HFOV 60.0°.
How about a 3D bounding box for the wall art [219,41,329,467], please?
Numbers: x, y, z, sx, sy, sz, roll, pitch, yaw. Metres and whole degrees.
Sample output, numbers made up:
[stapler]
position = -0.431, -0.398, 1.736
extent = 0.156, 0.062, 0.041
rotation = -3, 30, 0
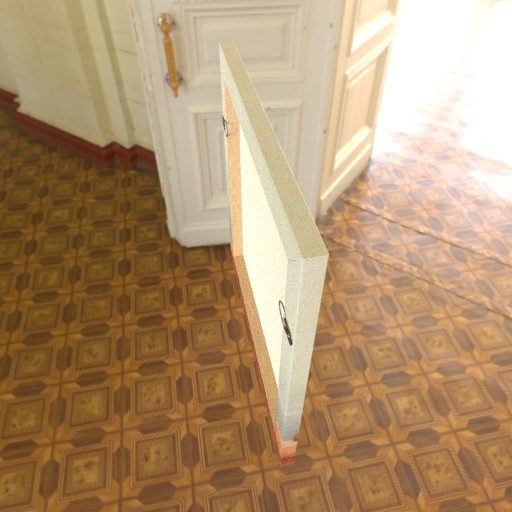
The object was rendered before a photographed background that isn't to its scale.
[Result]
[wall art]
position = 0.000, 0.000, 0.592
extent = 0.023, 0.405, 0.405
rotation = -8, 46, -8
